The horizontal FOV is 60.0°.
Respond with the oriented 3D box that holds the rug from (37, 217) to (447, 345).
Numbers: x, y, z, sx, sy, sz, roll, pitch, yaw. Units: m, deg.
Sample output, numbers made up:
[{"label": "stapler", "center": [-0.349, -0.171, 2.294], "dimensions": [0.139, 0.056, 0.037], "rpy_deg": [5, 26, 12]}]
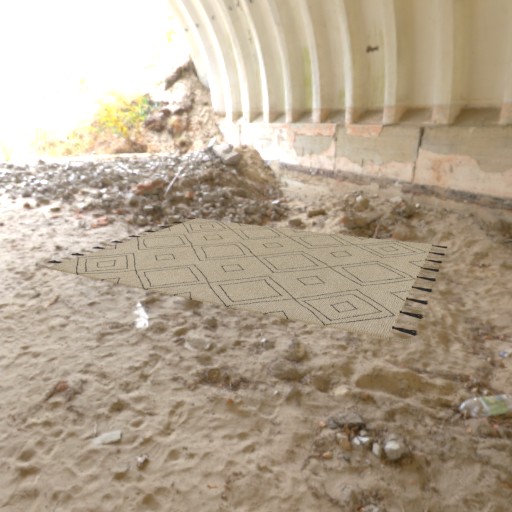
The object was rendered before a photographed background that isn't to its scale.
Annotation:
[{"label": "rug", "center": [0.000, 0.000, 4.243], "dimensions": [3.221, 0.026, 2.342], "rpy_deg": [8, 19, 26]}]
